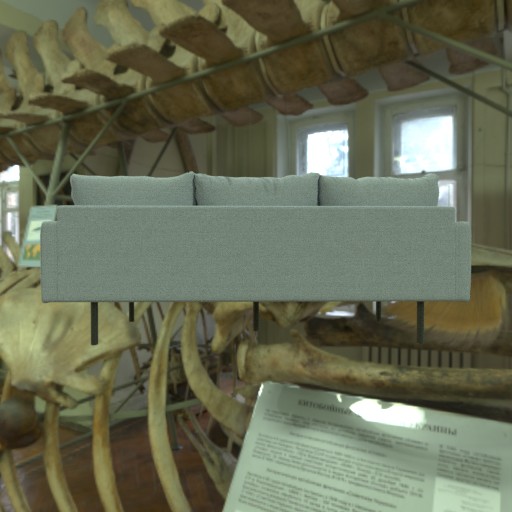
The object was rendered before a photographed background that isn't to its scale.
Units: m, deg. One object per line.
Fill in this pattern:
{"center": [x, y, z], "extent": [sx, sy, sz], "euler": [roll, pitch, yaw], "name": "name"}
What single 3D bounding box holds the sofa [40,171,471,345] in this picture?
{"center": [0.000, 0.000, 2.467], "extent": [2.000, 0.830, 0.850], "euler": [0, 1, -1], "name": "sofa"}
